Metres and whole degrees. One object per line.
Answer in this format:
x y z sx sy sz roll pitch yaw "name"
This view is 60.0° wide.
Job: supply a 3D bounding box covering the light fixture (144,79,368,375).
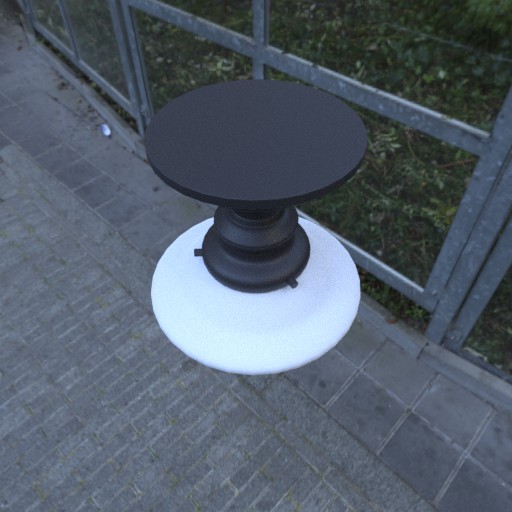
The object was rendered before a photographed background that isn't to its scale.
0.000 0.000 0.397 0.197 0.254 0.197 0 47 0 "light fixture"
